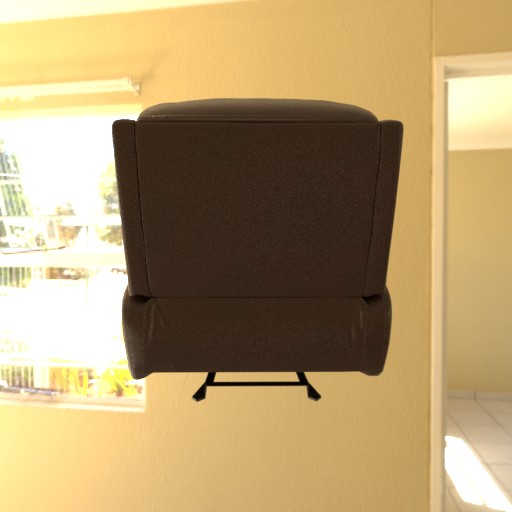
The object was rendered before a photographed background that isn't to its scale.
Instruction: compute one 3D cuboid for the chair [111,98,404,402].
[{"bbox_3d":[0.000,0.000,1.741,0.930,1.011,0.899,0,0,-1],"label":"chair"}]
